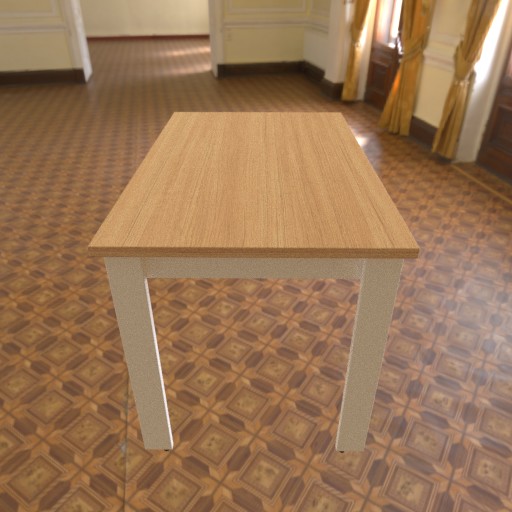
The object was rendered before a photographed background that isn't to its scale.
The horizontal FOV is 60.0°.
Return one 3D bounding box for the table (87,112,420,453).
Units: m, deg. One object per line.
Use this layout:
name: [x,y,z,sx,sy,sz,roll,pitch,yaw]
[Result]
table: [0.000,0.000,1.591,0.700,0.734,1.100,0,32,1]
